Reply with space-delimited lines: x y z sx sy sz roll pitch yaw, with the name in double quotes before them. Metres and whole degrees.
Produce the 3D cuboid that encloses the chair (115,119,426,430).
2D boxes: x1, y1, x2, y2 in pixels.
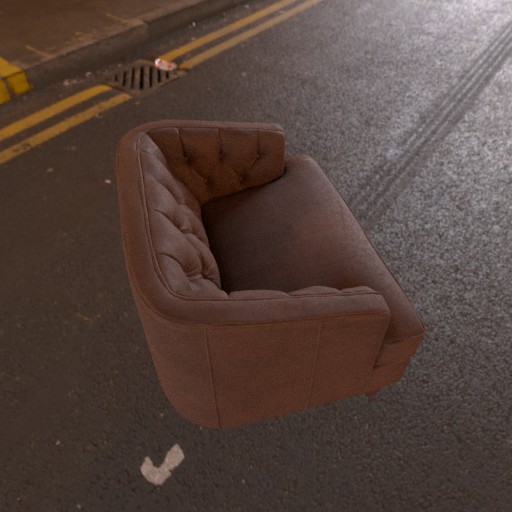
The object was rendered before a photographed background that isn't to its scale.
"chair" 0.000 0.000 1.743 0.914 0.787 1.118 -11 47 -11
